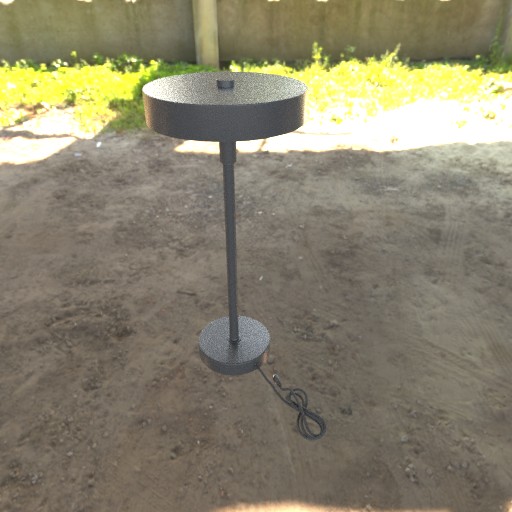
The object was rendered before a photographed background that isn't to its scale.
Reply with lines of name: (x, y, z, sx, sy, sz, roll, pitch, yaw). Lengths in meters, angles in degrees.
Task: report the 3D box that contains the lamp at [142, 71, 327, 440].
lamp: (0.000, 0.000, 0.701, 0.229, 0.508, 0.369, -22, 38, -31)
